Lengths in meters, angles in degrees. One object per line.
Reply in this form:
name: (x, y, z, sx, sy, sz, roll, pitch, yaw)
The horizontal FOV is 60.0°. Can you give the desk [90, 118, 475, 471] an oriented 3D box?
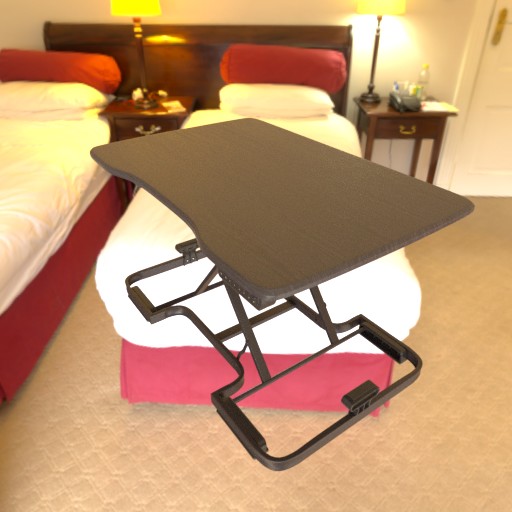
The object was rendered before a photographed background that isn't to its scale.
desk: (0.000, 0.000, 1.158, 0.546, 0.470, 0.820, -21, 38, -30)
